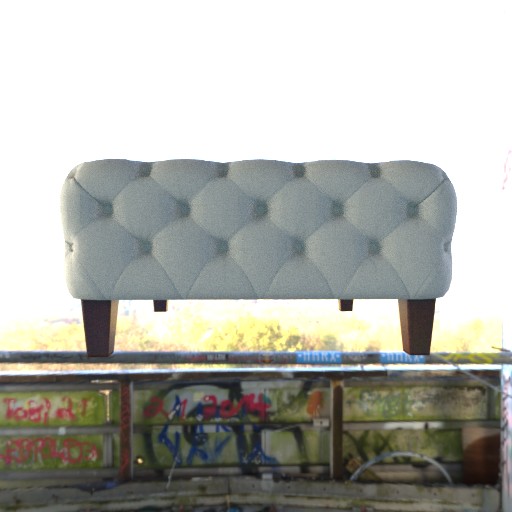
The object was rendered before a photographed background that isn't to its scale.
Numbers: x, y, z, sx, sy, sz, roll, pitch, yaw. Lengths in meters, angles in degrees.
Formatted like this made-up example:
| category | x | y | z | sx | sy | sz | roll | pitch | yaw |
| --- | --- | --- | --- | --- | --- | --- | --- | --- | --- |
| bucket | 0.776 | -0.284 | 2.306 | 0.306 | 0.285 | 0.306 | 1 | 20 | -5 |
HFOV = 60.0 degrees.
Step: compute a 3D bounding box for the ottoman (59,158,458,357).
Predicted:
| category | x | y | z | sx | sy | sz | roll | pitch | yaw |
| --- | --- | --- | --- | --- | --- | --- | --- | --- | --- |
| ottoman | 0.000 | 0.000 | 1.171 | 0.753 | 0.376 | 0.755 | 0 | 1 | -1 |
